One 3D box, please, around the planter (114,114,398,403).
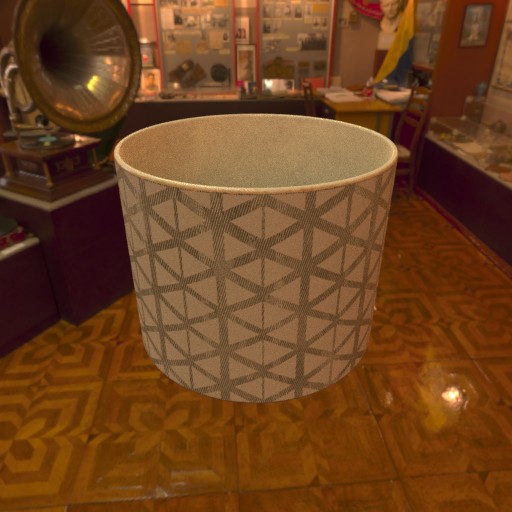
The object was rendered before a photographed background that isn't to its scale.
[{"bbox_3d":[0.000,0.000,0.351,0.190,0.181,0.190,0,29,0],"label":"planter"}]
